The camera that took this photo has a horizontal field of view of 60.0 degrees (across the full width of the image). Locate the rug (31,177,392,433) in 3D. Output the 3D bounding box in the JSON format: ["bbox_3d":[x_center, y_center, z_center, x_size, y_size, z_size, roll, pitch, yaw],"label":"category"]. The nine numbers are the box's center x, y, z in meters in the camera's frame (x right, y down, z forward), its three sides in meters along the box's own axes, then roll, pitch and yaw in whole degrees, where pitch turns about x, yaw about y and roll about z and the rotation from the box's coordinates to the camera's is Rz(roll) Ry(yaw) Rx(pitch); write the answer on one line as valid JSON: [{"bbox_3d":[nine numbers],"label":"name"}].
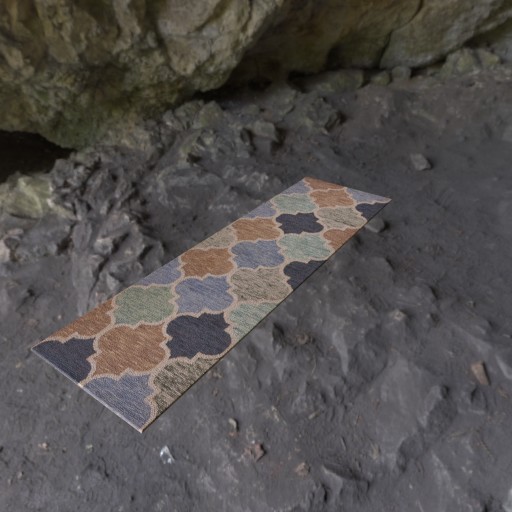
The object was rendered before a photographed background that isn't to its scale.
[{"bbox_3d":[0.000,0.000,2.474,0.687,0.011,2.287,21,38,30],"label":"rug"}]
